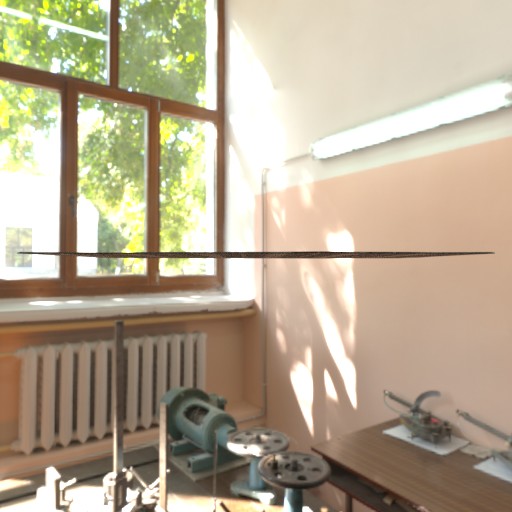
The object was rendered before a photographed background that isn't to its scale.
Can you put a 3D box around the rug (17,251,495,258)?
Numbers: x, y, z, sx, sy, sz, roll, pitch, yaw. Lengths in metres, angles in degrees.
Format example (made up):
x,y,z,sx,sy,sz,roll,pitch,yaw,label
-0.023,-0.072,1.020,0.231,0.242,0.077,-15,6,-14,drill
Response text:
x,y,z,sx,sy,sz,roll,pitch,yaw,label
0.000,0.000,3.001,2.434,0.015,1.520,0,-1,0,rug
